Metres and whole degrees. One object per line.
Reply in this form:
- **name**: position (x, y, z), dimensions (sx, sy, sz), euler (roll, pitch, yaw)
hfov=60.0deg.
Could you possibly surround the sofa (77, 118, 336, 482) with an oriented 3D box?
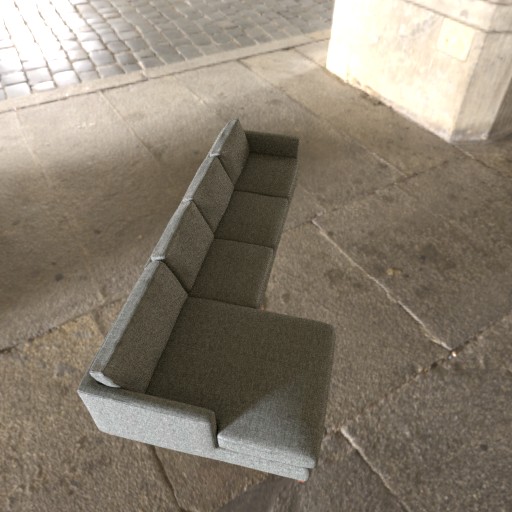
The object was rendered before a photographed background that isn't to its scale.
- **sofa**: position (0.000, 0.000, 4.097), dimensions (1.635, 0.960, 3.485), euler (10, 46, 9)
